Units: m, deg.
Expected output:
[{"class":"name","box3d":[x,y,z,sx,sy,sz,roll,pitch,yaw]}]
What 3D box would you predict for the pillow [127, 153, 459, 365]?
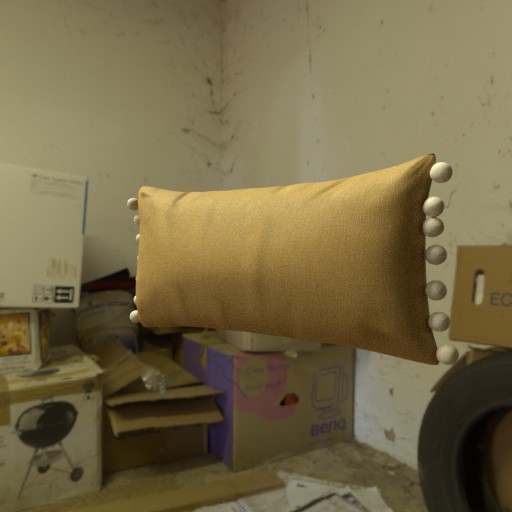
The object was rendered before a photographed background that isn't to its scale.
[{"class":"pillow","box3d":[0.000,0.000,0.829,0.709,0.322,0.201,0,0,37]}]
